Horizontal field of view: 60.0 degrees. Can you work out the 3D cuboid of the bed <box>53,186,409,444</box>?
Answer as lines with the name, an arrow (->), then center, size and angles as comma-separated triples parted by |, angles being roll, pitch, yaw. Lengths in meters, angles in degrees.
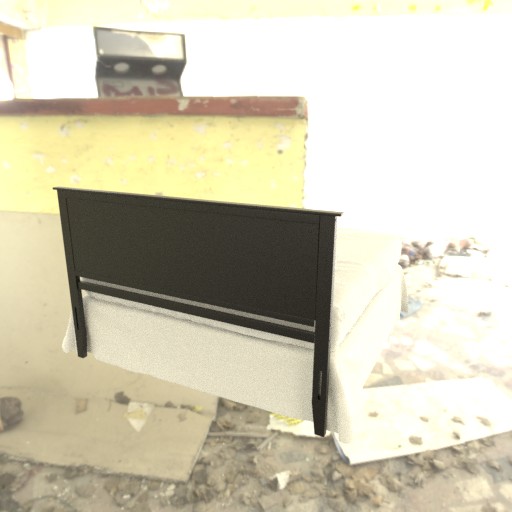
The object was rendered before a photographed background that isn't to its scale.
bed -> 0.000, 0.000, 3.663 | 2.315, 1.271, 2.219 | 8, 18, 26
